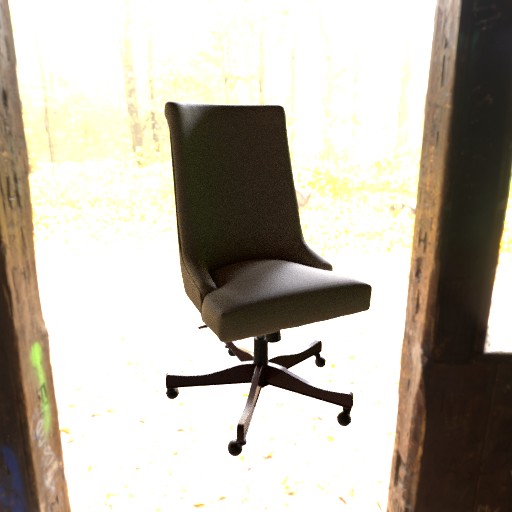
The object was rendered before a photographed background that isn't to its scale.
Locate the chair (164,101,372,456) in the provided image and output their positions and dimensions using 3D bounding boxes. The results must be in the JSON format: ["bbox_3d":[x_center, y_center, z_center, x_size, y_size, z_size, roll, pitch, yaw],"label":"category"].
[{"bbox_3d":[0.000,0.000,1.503,0.645,1.010,0.696,-8,17,-26],"label":"chair"}]
